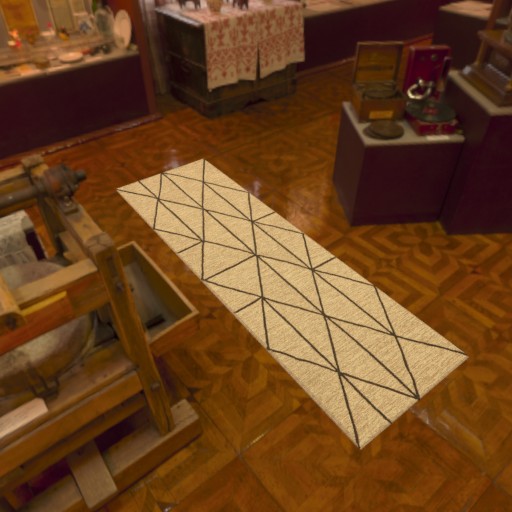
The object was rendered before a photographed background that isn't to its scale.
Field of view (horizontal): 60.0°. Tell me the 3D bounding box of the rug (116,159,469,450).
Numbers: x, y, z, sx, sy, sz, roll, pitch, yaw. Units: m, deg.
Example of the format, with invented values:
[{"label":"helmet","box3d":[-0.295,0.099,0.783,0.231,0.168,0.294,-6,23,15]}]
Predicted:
[{"label":"rug","box3d":[0.000,0.000,2.714,0.762,0.012,2.438,-26,48,-27]}]
